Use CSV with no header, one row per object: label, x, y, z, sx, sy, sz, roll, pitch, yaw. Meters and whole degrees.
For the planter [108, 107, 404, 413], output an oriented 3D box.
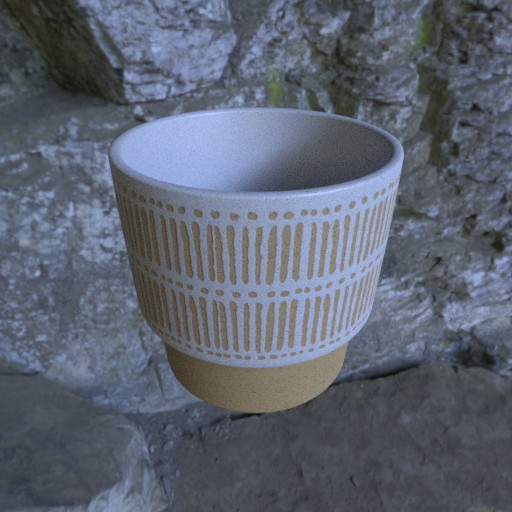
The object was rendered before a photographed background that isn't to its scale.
planter,0.000,0.000,0.569,0.317,0.303,0.317,0,31,0
